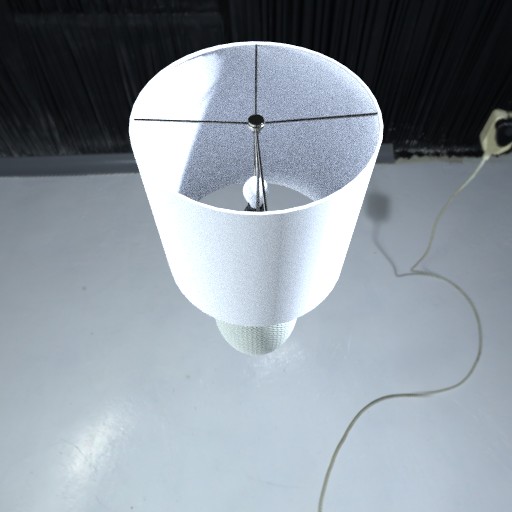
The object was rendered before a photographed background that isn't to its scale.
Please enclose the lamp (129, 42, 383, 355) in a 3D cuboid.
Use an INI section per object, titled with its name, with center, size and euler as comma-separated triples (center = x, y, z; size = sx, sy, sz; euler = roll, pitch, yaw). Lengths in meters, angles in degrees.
[lamp]
center = 0.000, 0.000, 0.573
size = 0.217, 0.453, 0.217
euler = -2, 58, -1
